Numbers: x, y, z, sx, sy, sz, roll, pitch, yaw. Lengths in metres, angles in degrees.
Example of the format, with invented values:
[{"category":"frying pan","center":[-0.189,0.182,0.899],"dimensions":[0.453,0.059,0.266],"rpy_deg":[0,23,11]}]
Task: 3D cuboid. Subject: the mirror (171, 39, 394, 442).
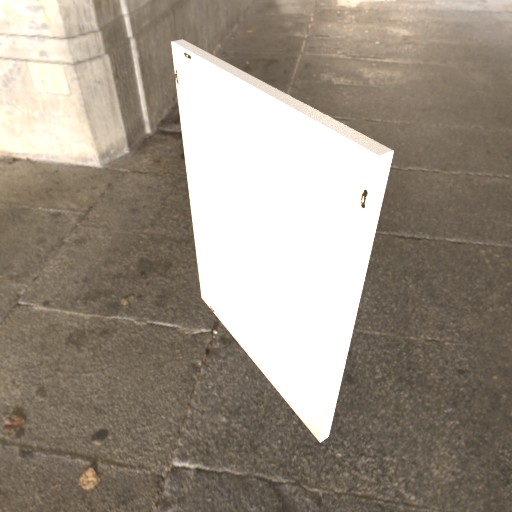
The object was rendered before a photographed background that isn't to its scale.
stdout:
[{"category":"mirror","center":[0.000,0.000,1.313],"dimensions":[0.040,1.016,0.762],"rpy_deg":[-25,47,-25]}]
